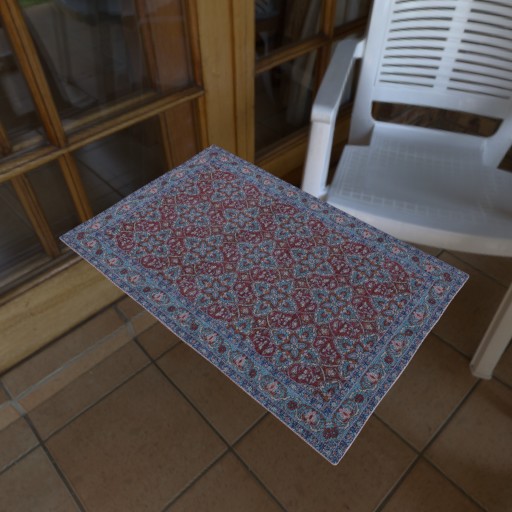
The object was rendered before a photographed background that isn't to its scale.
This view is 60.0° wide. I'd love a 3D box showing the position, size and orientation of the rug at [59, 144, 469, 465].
[{"bbox_3d":[0.000,0.000,2.351,1.829,0.009,1.219,32,55,27],"label":"rug"}]
